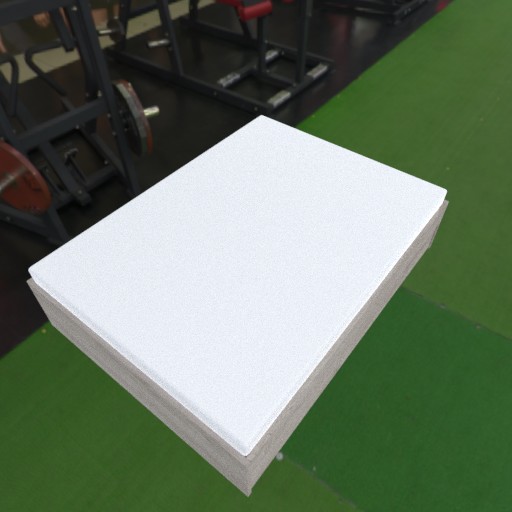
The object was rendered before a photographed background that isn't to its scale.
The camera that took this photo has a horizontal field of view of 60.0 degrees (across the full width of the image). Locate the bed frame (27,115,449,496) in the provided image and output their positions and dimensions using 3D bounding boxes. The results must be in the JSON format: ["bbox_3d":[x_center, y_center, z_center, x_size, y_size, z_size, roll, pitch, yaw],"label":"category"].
[{"bbox_3d":[0.000,0.000,2.583,1.448,0.490,1.944,30,54,25],"label":"bed frame"}]
